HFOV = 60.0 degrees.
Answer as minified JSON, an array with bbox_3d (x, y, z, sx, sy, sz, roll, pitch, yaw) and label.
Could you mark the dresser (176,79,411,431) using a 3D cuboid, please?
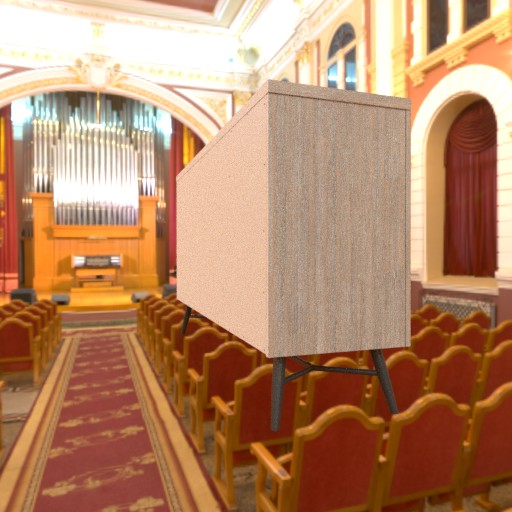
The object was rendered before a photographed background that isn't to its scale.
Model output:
[{"bbox_3d":[0.000,0.000,1.931,0.457,0.914,1.524,0,0,-19],"label":"dresser"}]
